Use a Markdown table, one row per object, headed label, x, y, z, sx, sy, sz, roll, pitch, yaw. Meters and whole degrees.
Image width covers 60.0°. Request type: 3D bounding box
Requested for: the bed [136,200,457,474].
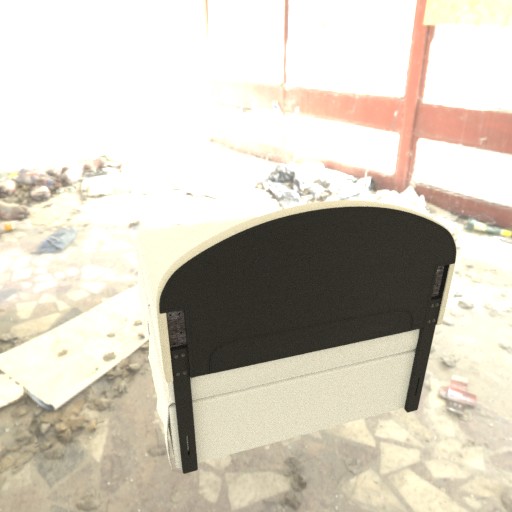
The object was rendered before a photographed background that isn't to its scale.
| label | x | y | z | sx | sy | sz | roll | pitch | yaw |
| --- | --- | --- | --- | --- | --- | --- | --- | --- | --- |
| bed | 0.000 | 0.000 | 3.062 | 1.607 | 1.410 | 2.005 | -8 | 27 | -16 |
